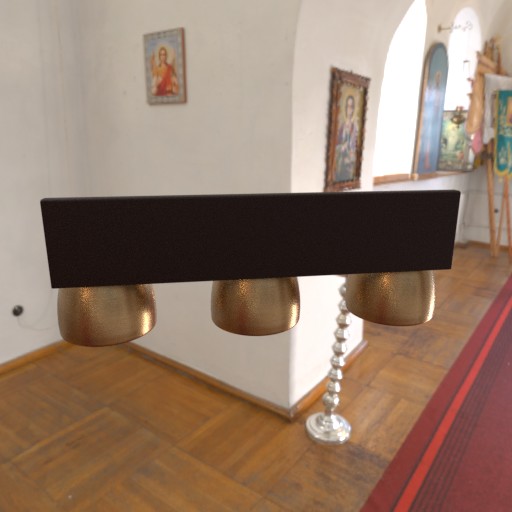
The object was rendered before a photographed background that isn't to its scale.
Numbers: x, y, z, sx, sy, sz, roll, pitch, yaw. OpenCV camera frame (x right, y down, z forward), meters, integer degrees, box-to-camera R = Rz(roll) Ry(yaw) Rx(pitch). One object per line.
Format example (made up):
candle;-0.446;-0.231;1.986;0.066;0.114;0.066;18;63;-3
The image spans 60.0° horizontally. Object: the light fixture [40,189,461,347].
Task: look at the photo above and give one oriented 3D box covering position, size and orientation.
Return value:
light fixture;0.000;0.000;0.665;0.582;0.204;0.157;-2;16;-8
